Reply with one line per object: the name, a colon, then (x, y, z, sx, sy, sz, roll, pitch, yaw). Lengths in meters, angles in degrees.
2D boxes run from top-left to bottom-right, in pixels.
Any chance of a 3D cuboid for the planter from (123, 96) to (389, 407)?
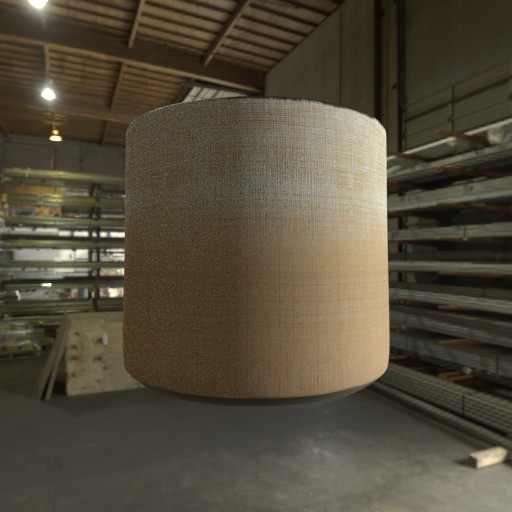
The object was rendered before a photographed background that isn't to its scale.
planter: (0.000, 0.000, 0.384, 0.221, 0.201, 0.221, 0, -1, 0)
